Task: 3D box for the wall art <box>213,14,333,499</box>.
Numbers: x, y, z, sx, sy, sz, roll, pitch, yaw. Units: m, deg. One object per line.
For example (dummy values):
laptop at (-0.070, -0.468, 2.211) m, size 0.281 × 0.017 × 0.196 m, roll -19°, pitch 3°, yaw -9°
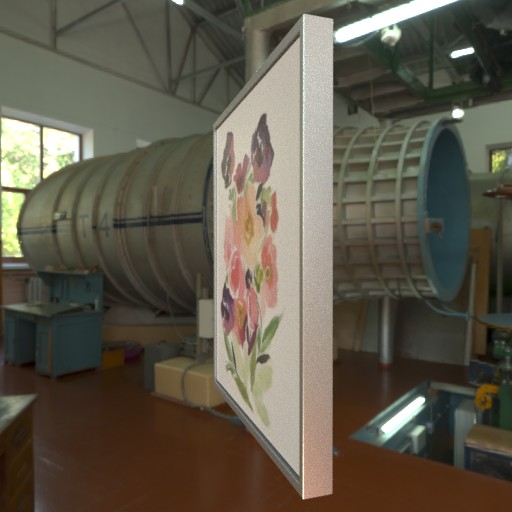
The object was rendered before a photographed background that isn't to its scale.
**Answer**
wall art at (0.000, 0.000, 0.722) m, size 0.038 × 0.549 × 0.452 m, roll 0°, pitch 1°, yaw -18°
